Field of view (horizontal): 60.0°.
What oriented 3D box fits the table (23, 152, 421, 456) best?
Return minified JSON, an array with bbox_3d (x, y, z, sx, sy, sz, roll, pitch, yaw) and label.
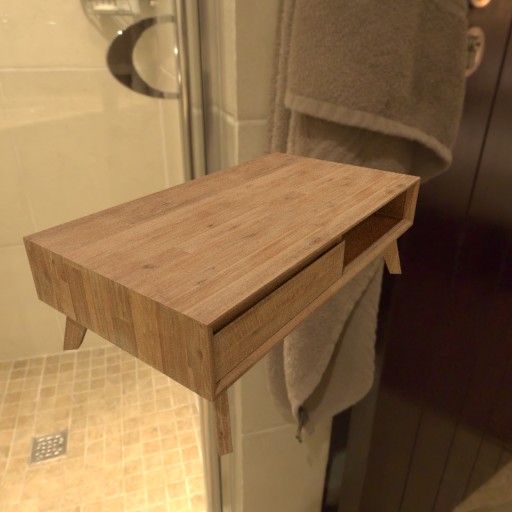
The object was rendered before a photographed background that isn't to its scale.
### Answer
[{"bbox_3d":[0.000,0.000,2.064,0.918,0.531,1.619,19,32,32],"label":"table"}]
